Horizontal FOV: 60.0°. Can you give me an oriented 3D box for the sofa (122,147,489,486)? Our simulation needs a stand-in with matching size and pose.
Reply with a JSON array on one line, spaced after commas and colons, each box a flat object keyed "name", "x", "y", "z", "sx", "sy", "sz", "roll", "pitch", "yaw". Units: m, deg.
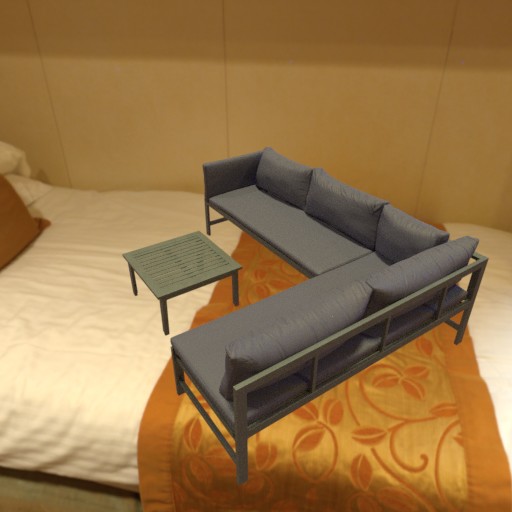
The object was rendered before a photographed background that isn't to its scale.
[{"name": "sofa", "x": 0.000, "y": 0.000, "z": 2.942, "sx": 1.658, "sy": 0.762, "sz": 2.149, "roll": -20, "pitch": 37, "yaw": -29}]
